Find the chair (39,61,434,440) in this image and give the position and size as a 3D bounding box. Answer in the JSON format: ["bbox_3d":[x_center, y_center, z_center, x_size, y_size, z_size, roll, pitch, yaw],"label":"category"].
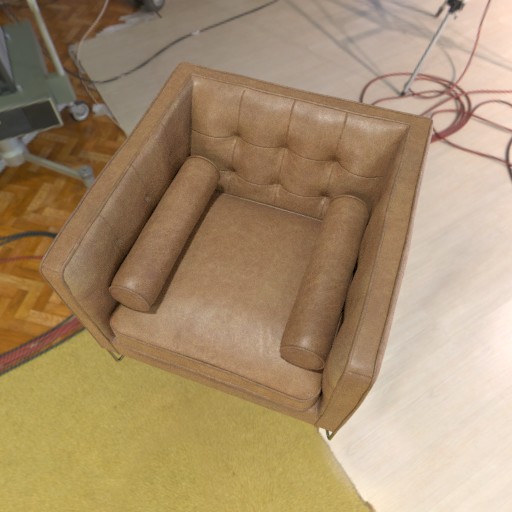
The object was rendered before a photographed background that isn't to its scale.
[{"bbox_3d":[0.000,0.000,1.595,0.920,0.797,0.912,17,59,10],"label":"chair"}]
